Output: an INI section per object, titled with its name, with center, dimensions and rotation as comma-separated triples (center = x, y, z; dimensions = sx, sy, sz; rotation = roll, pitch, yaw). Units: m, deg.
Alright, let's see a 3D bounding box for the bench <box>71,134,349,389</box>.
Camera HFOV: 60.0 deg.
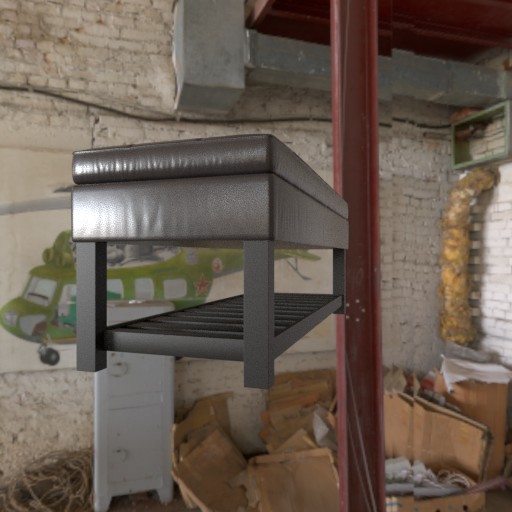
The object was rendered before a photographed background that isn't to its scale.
[bench]
center = 0.000, 0.000, 1.337
dimensions = 0.432, 0.460, 1.105
rotation = 0, 0, 18
